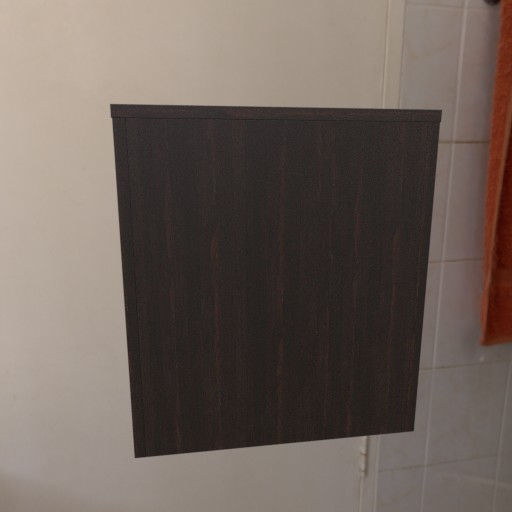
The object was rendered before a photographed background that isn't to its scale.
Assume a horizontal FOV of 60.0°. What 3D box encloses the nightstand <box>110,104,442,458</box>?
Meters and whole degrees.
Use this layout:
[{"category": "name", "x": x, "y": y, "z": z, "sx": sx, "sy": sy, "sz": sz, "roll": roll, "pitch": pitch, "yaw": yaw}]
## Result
[{"category": "nightstand", "x": 0.000, "y": 0.000, "z": 0.795, "sx": 0.400, "sy": 0.460, "sz": 0.461, "roll": -2, "pitch": 12, "yaw": -8}]
